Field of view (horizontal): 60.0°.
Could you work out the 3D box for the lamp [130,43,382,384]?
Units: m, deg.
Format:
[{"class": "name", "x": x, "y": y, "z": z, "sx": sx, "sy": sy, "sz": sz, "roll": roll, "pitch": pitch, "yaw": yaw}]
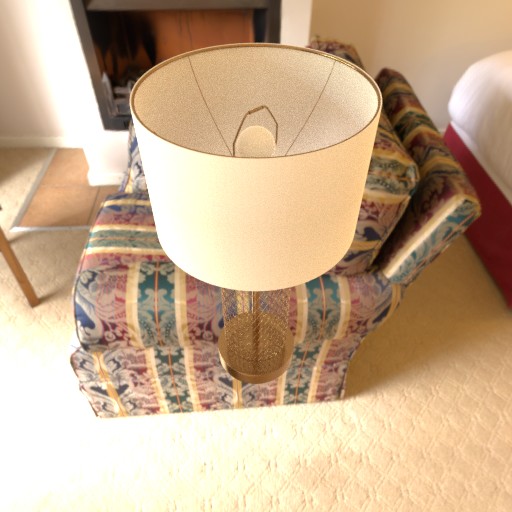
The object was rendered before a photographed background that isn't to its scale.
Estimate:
[{"class": "lamp", "x": 0.000, "y": 0.000, "z": 0.622, "sx": 0.252, "sy": 0.483, "sz": 0.252, "roll": -32, "pitch": 53, "yaw": -27}]
